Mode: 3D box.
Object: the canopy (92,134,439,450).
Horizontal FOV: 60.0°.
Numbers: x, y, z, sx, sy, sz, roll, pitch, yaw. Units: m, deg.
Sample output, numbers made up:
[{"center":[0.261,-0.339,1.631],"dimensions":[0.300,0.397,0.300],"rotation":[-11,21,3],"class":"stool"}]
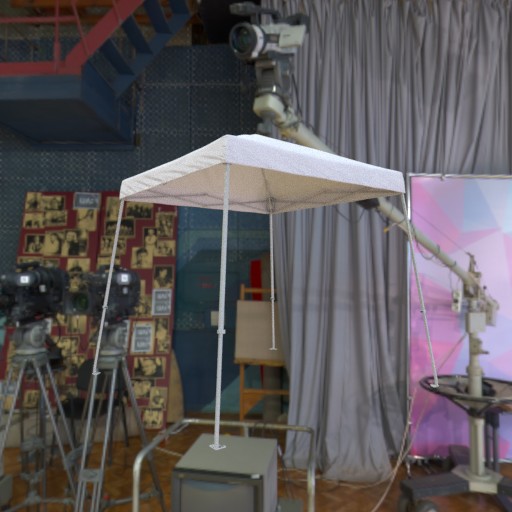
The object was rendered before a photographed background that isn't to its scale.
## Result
[{"center":[0.000,0.000,5.151],"dimensions":[2.849,2.850,2.850],"rotation":[1,-2,-37],"class":"canopy"}]
